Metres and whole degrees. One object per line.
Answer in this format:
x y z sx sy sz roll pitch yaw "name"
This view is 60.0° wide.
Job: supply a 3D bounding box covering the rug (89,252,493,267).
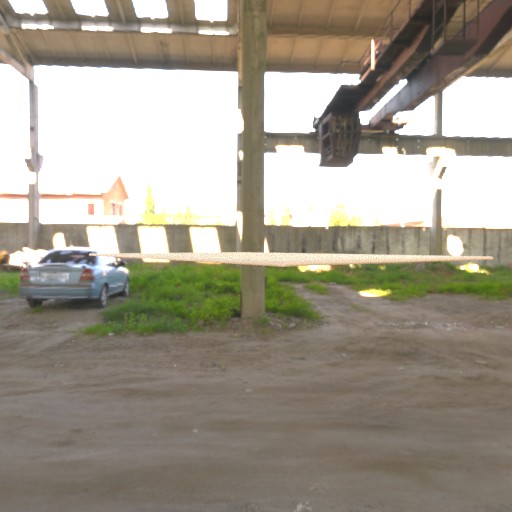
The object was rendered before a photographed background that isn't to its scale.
0.000 0.000 2.081 1.067 0.013 1.676 -1 1 -36 "rug"
